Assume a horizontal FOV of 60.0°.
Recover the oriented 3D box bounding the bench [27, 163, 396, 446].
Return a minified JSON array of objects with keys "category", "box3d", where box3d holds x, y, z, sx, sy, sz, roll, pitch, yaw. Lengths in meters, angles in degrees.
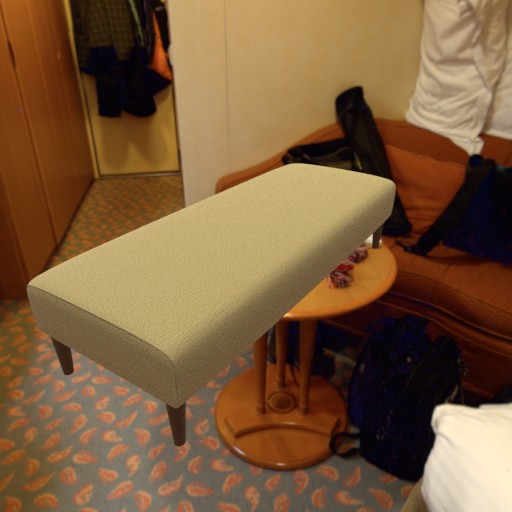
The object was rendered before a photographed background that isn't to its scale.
[{"category":"bench","box3d":[0.000,0.000,1.844,0.646,0.393,1.609,17,32,30]}]
